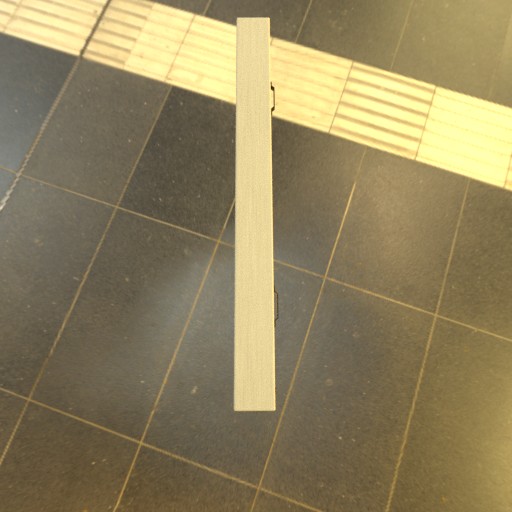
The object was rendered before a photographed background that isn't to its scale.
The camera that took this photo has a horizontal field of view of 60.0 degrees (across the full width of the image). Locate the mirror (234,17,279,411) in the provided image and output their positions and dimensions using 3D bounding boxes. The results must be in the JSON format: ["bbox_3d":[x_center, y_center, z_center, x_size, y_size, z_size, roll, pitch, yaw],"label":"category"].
[{"bbox_3d":[0.000,0.000,0.678,0.041,0.509,0.406,0,76,0],"label":"mirror"}]
